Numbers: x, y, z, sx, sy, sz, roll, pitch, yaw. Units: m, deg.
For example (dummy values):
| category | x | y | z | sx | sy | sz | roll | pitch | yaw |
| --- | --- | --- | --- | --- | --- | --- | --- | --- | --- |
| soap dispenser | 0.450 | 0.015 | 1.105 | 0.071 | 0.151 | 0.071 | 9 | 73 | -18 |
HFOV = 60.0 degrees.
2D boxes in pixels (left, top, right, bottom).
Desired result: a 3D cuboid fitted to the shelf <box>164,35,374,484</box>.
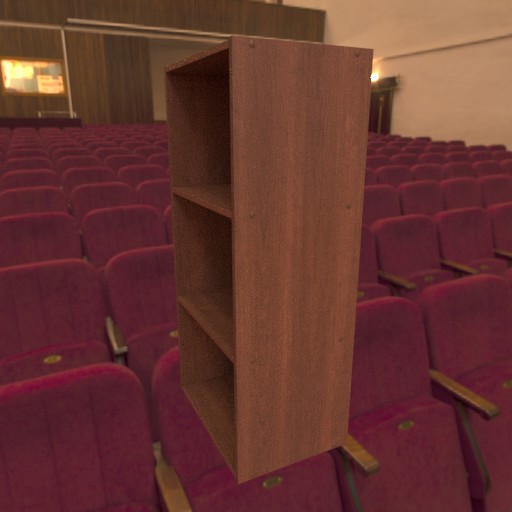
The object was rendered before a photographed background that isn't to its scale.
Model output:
| category | x | y | z | sx | sy | sz | roll | pitch | yaw |
| --- | --- | --- | --- | --- | --- | --- | --- | --- | --- |
| shelf | 0.000 | 0.000 | 1.070 | 0.290 | 0.879 | 0.414 | -8 | 18 | -25 |
